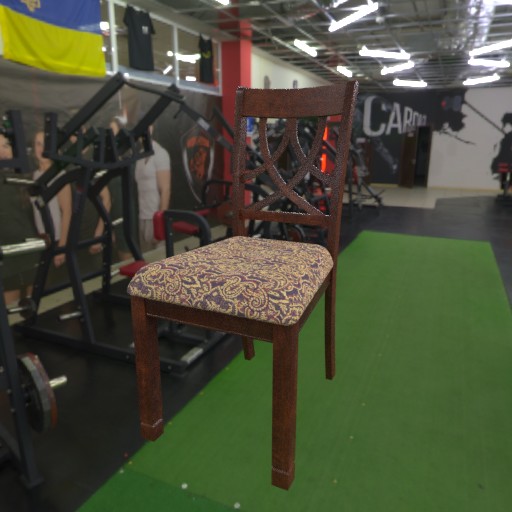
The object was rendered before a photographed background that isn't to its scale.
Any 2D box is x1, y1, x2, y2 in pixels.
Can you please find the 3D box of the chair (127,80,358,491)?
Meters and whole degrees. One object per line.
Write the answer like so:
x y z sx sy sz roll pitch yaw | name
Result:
0.000 0.000 1.254 0.457 0.965 0.584 7 17 25 | chair
